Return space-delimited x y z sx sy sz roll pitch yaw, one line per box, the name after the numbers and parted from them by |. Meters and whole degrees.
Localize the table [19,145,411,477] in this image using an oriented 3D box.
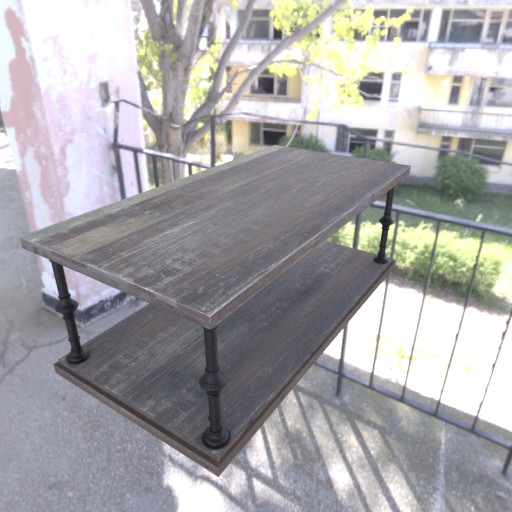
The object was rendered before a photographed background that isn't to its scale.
0.000 0.000 1.355 0.554 0.399 1.088 17 32 30 | table
